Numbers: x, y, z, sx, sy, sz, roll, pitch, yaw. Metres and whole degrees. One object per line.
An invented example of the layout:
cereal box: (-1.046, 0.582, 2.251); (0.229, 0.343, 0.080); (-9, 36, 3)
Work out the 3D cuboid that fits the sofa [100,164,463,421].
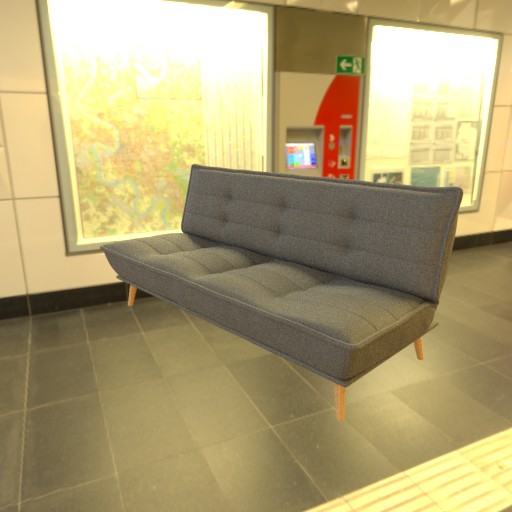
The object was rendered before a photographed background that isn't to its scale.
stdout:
sofa: (0.000, 0.000, 2.485); (0.950, 0.890, 1.940); (-15, 22, -42)
